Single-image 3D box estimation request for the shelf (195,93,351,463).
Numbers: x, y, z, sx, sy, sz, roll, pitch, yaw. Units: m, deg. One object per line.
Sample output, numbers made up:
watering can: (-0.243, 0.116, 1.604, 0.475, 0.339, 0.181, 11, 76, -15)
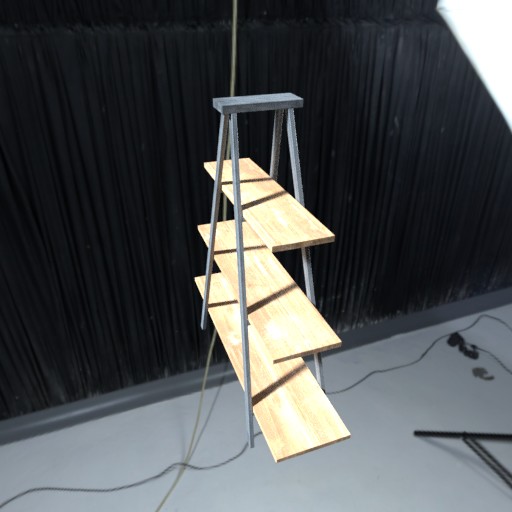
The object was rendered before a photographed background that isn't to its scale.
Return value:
shelf: (0.000, 0.000, 2.641, 0.508, 1.808, 1.746, -11, 32, -17)
